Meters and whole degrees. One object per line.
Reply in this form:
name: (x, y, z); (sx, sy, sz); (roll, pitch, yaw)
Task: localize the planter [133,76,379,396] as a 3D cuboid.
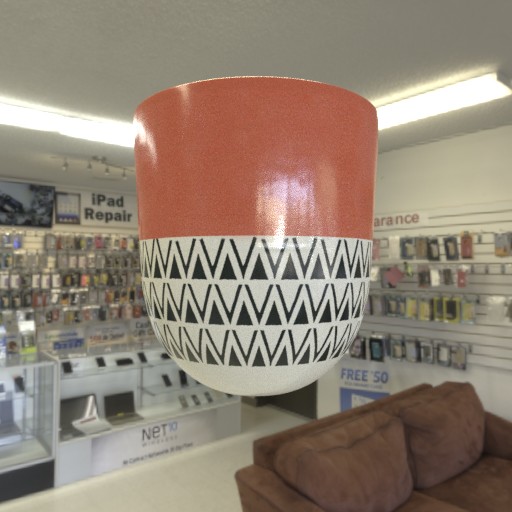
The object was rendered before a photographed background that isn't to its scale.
planter: (0.000, 0.000, 0.363); (0.195, 0.214, 0.195); (0, -1, 0)
